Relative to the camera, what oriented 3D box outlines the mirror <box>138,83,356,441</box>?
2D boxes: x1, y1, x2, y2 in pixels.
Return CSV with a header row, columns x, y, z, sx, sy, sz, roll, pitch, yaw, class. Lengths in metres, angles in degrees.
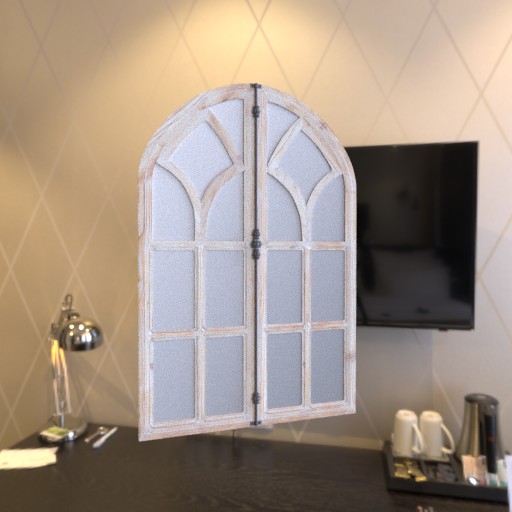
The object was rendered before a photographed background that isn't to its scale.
x,y,z,sx,sy,sz,roll,pitch,yaw,class
0.000,0.000,1.184,0.609,0.915,0.032,0,1,-18,mirror
